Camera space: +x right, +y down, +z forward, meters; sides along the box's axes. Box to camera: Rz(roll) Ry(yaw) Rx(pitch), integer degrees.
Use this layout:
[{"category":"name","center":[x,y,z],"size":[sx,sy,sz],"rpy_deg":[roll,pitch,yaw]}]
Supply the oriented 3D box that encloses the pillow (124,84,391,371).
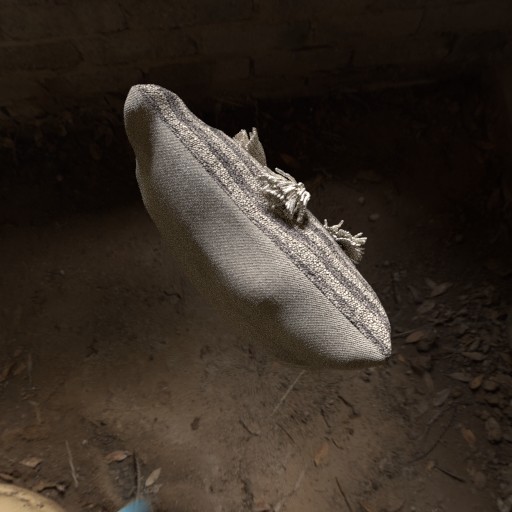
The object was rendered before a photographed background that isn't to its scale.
[{"category":"pillow","center":[0.000,0.000,0.781],"size":[0.234,0.490,0.484],"rpy_deg":[-40,79,-10]}]
